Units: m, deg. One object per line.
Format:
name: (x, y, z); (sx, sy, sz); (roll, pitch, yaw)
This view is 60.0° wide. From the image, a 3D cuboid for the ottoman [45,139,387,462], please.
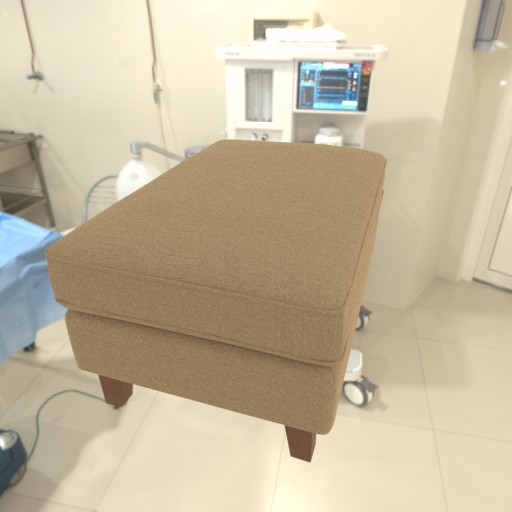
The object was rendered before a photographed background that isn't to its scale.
ottoman: (0.000, 0.000, 1.279); (0.636, 0.521, 0.945); (9, 30, 16)
